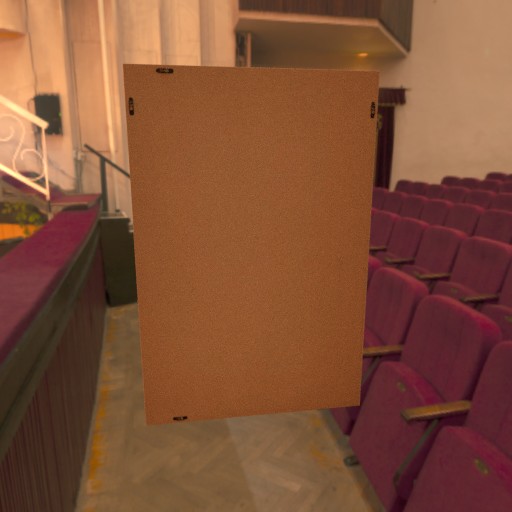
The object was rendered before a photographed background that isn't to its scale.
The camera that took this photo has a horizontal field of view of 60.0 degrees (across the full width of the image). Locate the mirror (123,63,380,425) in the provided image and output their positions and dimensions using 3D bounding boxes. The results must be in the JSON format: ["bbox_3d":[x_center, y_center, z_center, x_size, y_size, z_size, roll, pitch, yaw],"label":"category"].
[{"bbox_3d":[0.000,0.000,1.159,0.609,0.915,0.041,-2,14,-9],"label":"mirror"}]
